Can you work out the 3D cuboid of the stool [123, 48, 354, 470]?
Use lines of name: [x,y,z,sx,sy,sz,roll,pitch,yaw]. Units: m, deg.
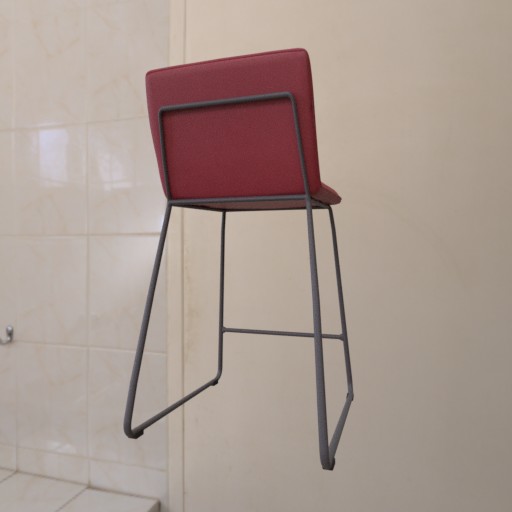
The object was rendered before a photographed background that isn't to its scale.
stool: [0.000,0.000,1.191,0.489,0.866,0.524,0,1,19]
